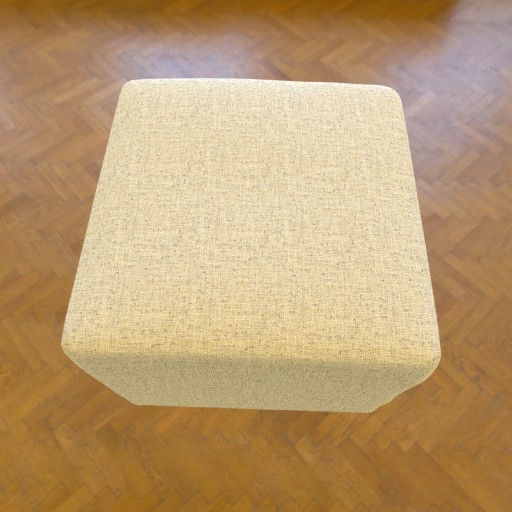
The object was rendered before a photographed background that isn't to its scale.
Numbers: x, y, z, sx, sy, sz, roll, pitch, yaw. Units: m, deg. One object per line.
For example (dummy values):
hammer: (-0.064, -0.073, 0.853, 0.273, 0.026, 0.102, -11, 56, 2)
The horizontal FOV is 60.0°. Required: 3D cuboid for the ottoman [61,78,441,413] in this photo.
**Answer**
ottoman: (0.000, 0.000, 0.856, 0.512, 0.453, 0.521, 2, 63, 1)
